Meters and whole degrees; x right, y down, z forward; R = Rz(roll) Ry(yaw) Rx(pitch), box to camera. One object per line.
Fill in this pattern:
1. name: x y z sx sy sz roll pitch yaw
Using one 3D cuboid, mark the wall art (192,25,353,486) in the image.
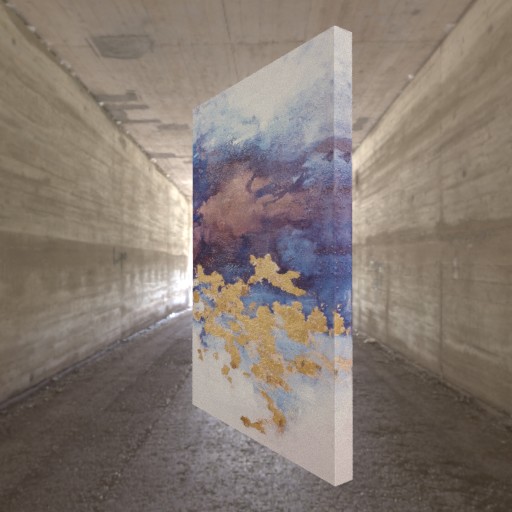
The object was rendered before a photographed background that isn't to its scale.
1. wall art: 0.000 0.000 1.090 0.048 0.874 0.583 0 0 -35
